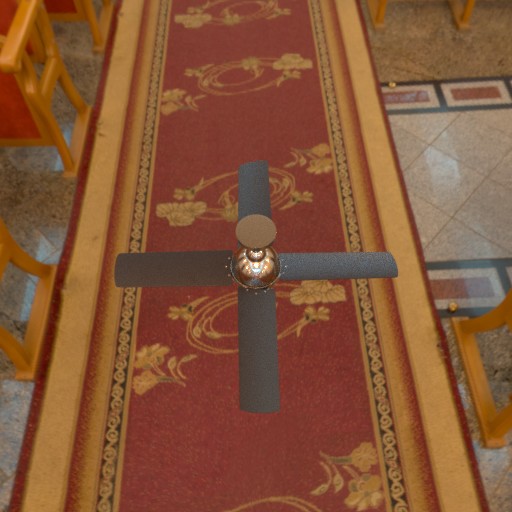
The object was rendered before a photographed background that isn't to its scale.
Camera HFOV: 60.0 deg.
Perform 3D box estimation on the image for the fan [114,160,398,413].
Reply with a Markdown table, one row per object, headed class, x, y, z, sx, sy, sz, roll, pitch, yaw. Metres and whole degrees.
| class | x | y | z | sx | sy | sz | roll | pitch | yaw |
| --- | --- | --- | --- | --- | --- | --- | --- | --- | --- |
| fan | 0.000 | 0.000 | 2.011 | 1.332 | 0.403 | 1.332 | -1 | 59 | -1 |
